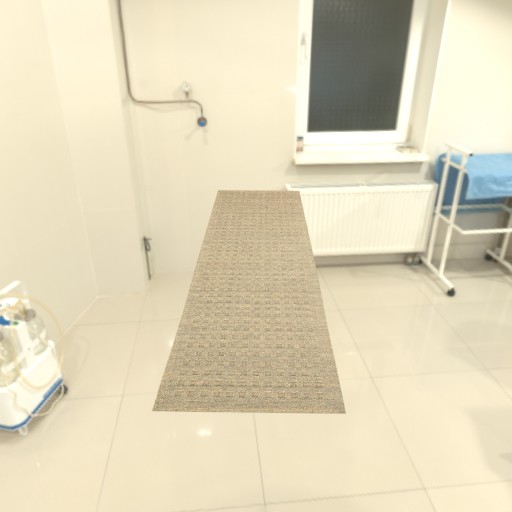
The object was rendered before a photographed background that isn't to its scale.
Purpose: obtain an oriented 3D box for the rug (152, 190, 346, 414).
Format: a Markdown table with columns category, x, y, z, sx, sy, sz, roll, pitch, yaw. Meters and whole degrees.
| category | x | y | z | sx | sy | sz | roll | pitch | yaw |
| --- | --- | --- | --- | --- | --- | --- | --- | --- | --- |
| rug | 0.000 | 0.000 | 2.648 | 0.688 | 0.005 | 2.437 | 1 | 27 | 1 |
